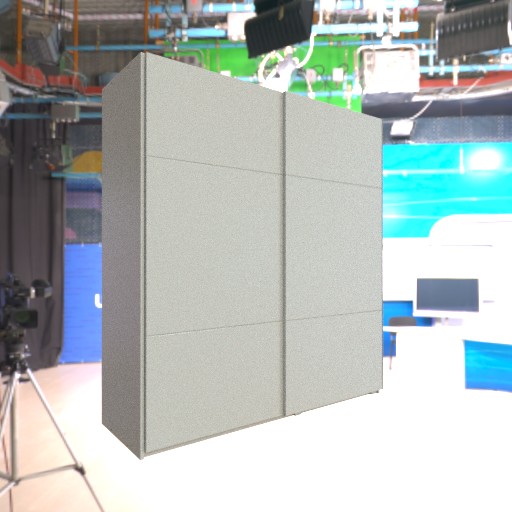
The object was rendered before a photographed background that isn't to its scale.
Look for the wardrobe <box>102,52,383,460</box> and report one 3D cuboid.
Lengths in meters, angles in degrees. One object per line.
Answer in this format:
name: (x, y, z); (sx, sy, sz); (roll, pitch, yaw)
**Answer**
wardrobe: (0.000, 0.000, 2.869); (1.780, 1.960, 0.629); (0, 0, -37)
